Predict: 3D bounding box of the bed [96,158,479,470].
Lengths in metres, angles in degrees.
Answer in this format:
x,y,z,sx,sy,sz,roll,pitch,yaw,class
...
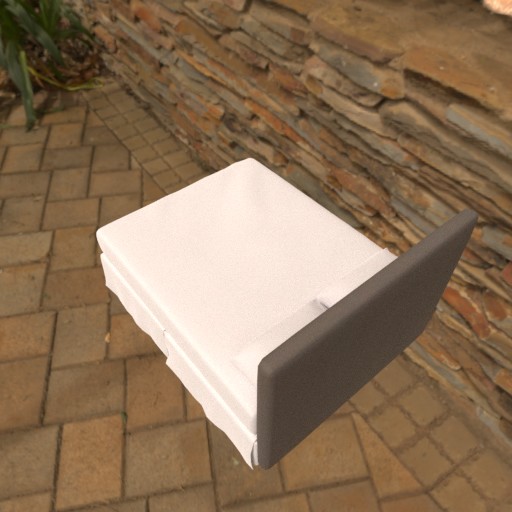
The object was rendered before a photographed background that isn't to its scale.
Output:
x,y,z,sx,sy,sz,roll,pitch,yaw,class
0.000,0.000,3.258,1.723,1.330,2.142,-31,54,-26,bed
